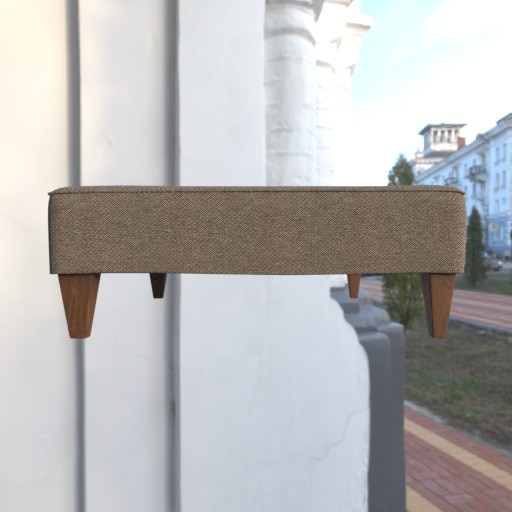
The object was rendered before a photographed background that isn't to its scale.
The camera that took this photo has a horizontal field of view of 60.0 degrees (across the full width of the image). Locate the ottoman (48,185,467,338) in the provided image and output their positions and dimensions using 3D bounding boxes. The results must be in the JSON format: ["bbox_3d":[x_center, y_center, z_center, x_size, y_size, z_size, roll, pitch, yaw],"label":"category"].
[{"bbox_3d":[0.000,0.000,1.492,0.970,0.378,0.981,0,1,0],"label":"ottoman"}]
